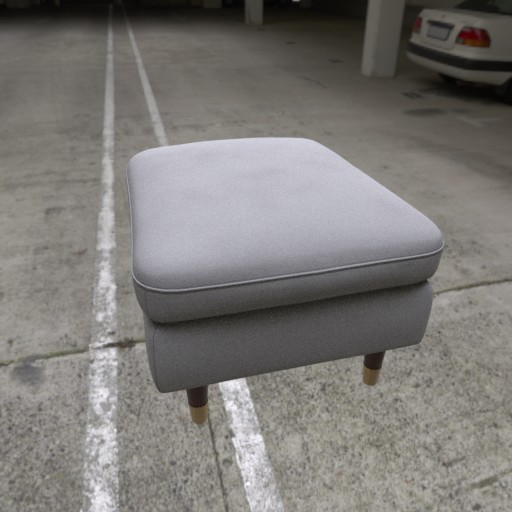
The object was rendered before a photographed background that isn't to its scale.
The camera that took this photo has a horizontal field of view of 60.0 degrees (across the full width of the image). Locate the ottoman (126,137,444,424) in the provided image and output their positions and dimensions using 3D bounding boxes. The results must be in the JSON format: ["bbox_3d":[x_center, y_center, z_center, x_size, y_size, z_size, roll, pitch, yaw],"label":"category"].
[{"bbox_3d":[0.000,0.000,1.132,0.593,0.478,0.747,-8,30,-14],"label":"ottoman"}]
